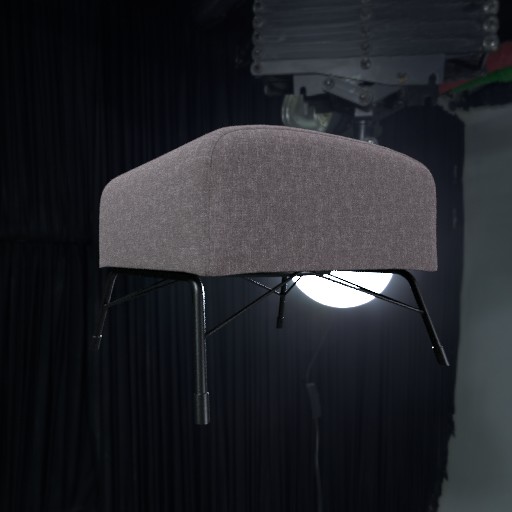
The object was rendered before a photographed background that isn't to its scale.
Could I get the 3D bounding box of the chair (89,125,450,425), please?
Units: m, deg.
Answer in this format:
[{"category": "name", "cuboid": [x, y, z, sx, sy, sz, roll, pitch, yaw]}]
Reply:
[{"category": "chair", "cuboid": [0.000, 0.000, 0.903, 0.530, 0.410, 0.530, 0, 0, -34]}]
